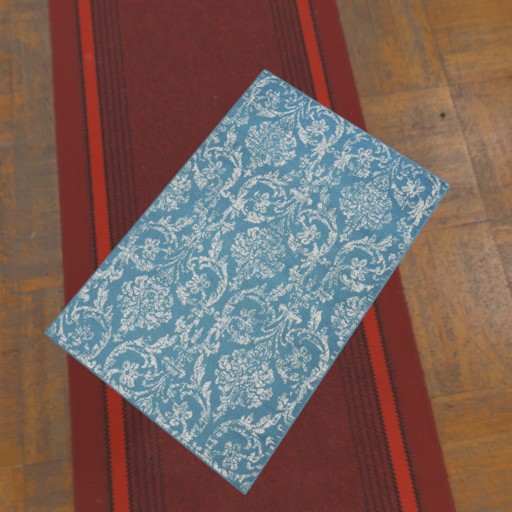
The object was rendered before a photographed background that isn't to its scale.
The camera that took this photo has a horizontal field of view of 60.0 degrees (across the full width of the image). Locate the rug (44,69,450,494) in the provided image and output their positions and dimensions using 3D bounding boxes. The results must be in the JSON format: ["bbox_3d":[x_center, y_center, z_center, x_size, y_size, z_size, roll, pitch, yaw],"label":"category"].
[{"bbox_3d":[0.000,0.000,3.361,1.816,0.018,2.746,35,78,8],"label":"rug"}]
